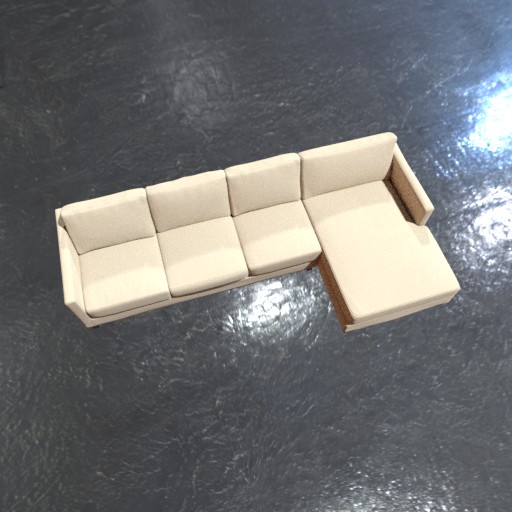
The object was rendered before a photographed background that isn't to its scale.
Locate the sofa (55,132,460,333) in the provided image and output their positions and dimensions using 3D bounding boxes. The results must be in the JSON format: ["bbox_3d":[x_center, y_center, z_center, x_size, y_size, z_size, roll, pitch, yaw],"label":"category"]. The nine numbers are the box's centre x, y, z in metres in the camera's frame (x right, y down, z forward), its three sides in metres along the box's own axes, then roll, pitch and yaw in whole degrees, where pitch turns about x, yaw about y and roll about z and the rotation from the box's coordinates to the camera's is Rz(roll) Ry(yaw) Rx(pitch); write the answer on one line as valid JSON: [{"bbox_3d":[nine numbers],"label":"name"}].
[{"bbox_3d":[0.000,0.000,3.900,3.186,0.861,1.625,-15,63,-8],"label":"sofa"}]
